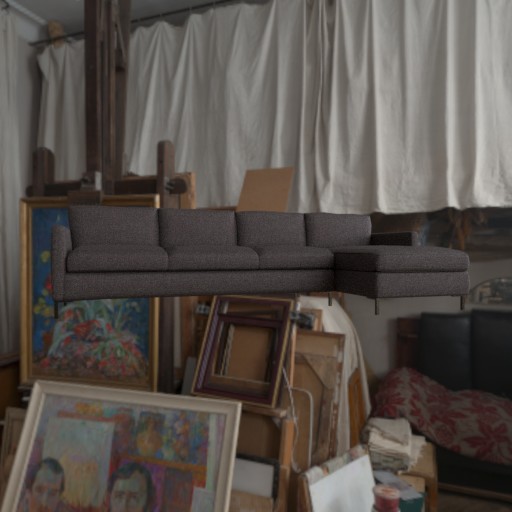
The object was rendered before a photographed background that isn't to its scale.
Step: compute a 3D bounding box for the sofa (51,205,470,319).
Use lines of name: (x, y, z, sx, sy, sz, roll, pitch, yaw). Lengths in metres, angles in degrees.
sofa: (0.000, 0.000, 3.775, 3.221, 0.892, 1.483, 0, 1, -19)
